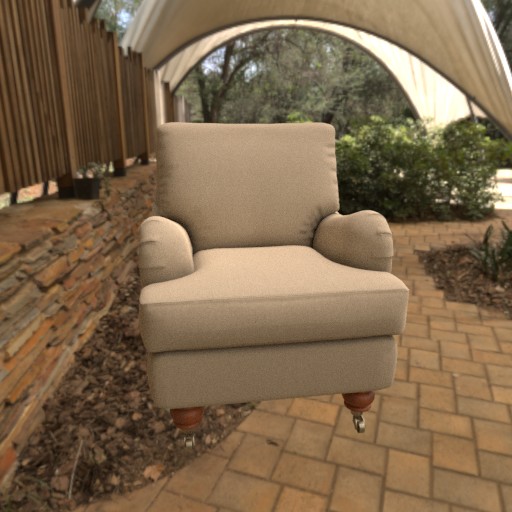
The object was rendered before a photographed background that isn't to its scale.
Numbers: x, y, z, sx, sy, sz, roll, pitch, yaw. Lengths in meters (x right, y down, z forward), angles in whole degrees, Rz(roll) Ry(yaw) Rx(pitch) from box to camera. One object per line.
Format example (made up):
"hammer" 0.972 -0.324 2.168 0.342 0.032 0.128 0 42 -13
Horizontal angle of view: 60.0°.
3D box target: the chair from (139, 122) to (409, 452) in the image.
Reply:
"chair" 0.000 0.000 1.857 0.895 1.076 1.078 -2 16 -8
